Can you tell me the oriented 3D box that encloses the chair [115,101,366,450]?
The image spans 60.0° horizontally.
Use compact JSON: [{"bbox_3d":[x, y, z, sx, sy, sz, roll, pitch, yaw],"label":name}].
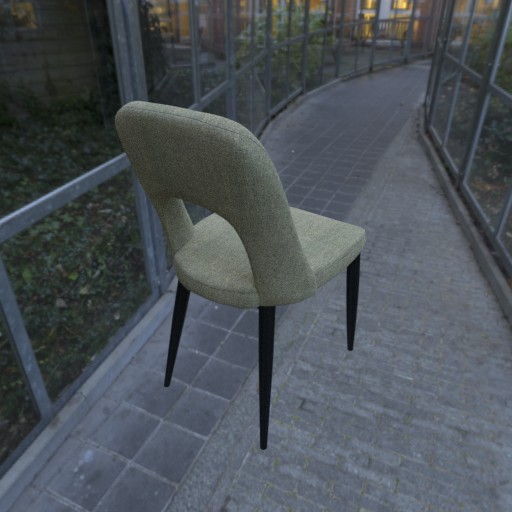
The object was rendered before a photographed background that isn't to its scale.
[{"bbox_3d":[0.000,0.000,1.291,0.470,0.931,0.612,21,36,32],"label":"chair"}]
